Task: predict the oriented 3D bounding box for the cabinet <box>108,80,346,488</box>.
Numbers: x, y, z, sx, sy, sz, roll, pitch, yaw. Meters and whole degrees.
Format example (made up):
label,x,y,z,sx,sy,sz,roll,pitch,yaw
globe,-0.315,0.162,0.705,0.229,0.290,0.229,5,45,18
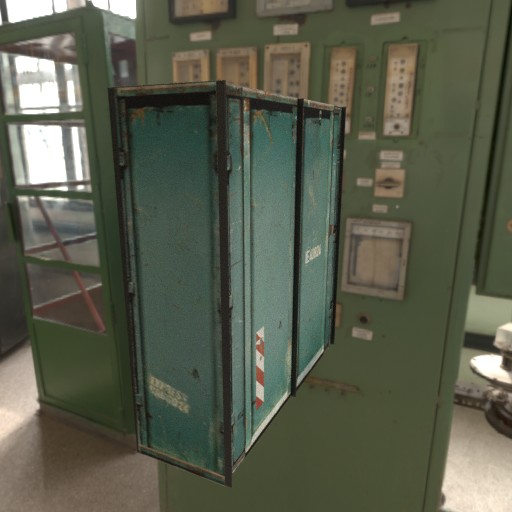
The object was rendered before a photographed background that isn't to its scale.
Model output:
label,x,y,z,sx,sy,sz,roll,pitch,yaw
cabinet,0.000,0.000,3.232,0.680,2.160,2.000,7,17,25
